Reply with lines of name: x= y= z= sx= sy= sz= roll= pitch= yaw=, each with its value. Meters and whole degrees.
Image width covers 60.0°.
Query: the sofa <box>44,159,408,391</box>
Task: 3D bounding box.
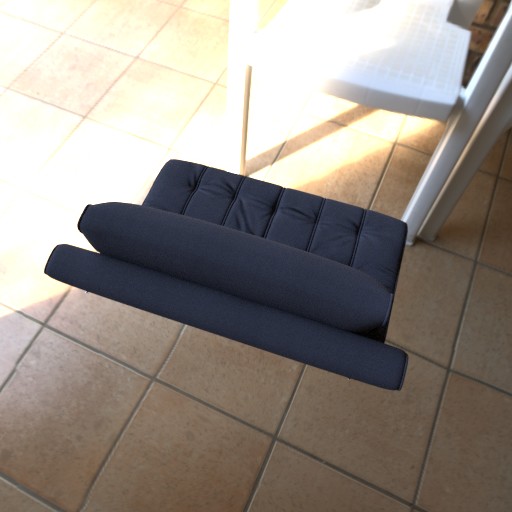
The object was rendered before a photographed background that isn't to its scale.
sofa: x=0.000 y=0.000 z=1.877 sx=1.220 sy=0.910 sz=0.910 roll=17 pitch=64 yaw=8
